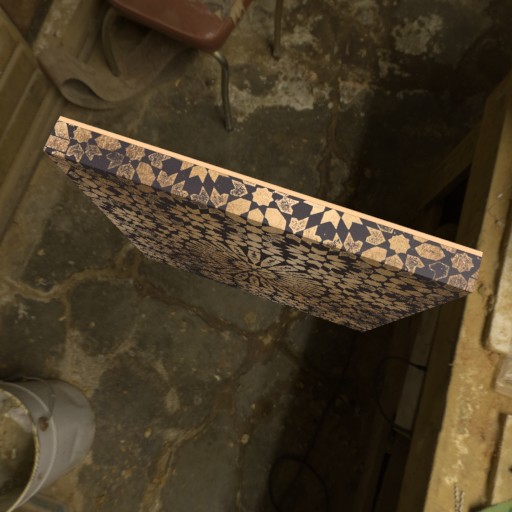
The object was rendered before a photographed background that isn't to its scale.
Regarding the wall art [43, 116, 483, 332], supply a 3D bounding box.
[{"bbox_3d":[0.000,0.000,0.593,0.405,0.405,0.038,19,76,5],"label":"wall art"}]
